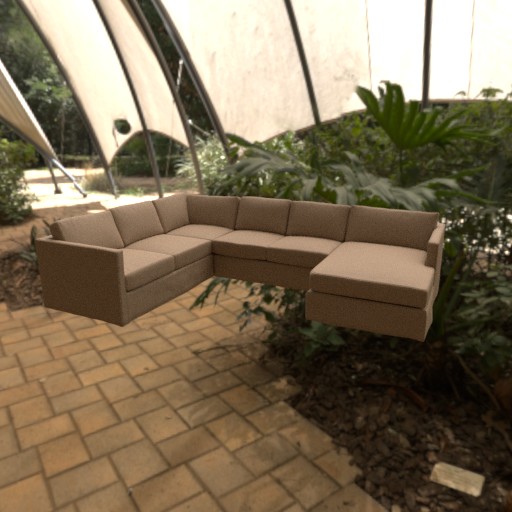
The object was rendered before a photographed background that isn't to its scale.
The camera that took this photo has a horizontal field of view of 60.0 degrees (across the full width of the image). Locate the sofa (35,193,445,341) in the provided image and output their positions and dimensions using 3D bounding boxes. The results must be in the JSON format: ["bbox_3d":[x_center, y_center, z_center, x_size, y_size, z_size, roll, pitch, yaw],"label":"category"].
[{"bbox_3d":[0.000,0.000,4.537,3.460,0.882,2.427,8,18,25],"label":"sofa"}]
